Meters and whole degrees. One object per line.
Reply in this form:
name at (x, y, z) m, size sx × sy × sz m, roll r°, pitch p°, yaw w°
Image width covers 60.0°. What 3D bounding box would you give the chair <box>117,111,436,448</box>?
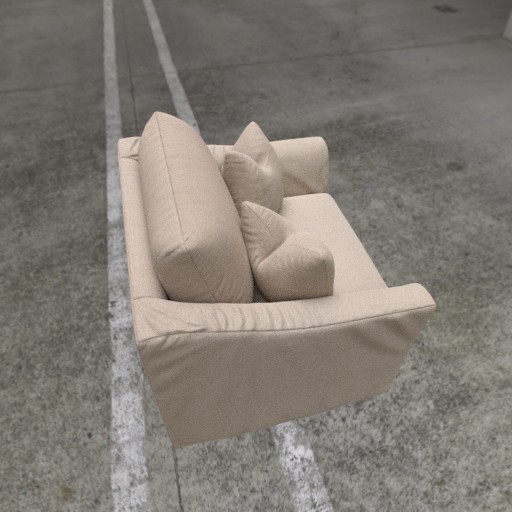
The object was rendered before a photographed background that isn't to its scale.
chair at (0.000, 0.000, 2.034) m, size 1.071 × 1.093 × 1.194 m, roll -11°, pitch 47°, yaw -10°
